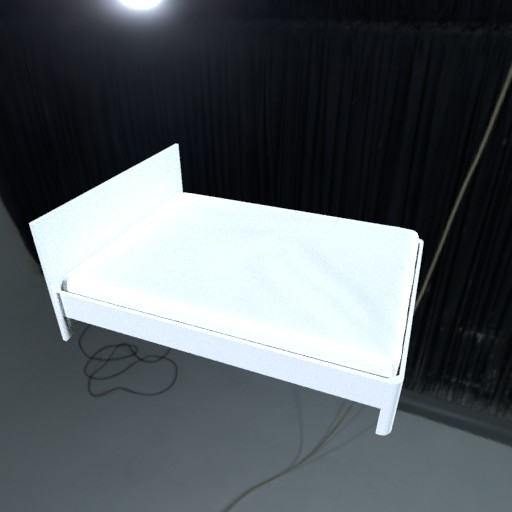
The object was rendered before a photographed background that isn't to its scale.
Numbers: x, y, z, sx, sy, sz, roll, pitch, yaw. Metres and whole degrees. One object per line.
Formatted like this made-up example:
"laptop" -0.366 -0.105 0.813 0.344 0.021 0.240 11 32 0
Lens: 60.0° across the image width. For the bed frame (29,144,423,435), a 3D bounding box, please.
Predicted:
"bed frame" 0.000 0.000 2.798 1.950 0.800 1.490 12 33 18
